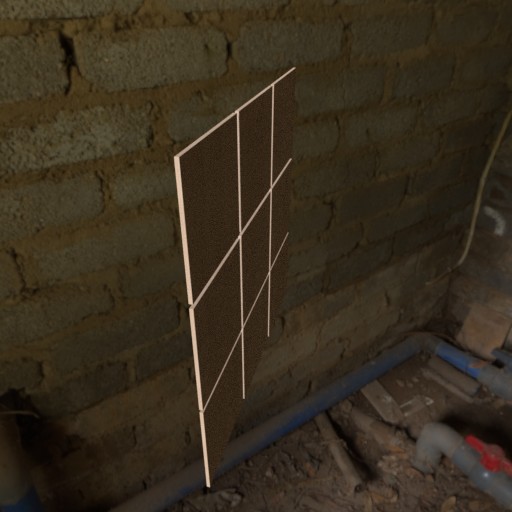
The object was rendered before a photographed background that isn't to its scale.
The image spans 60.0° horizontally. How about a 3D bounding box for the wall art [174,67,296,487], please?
[{"bbox_3d":[0.000,0.000,1.764,0.013,1.218,1.219,9,33,14],"label":"wall art"}]
